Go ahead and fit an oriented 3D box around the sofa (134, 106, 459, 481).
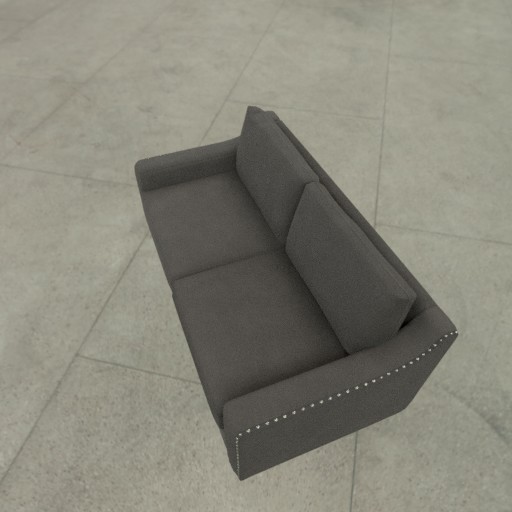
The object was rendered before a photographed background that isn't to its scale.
[{"bbox_3d":[0.000,0.000,3.288,1.336,1.196,2.550,-16,49,-15],"label":"sofa"}]
